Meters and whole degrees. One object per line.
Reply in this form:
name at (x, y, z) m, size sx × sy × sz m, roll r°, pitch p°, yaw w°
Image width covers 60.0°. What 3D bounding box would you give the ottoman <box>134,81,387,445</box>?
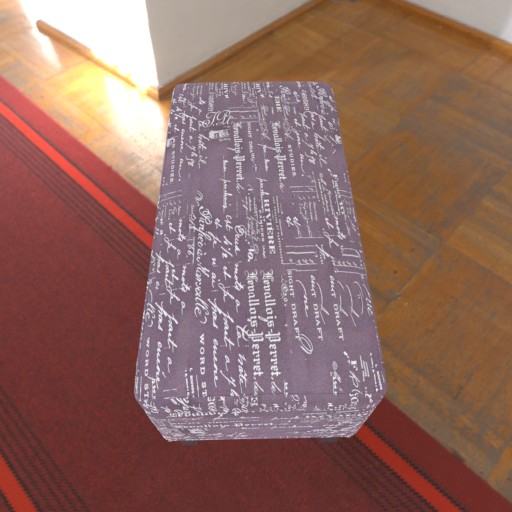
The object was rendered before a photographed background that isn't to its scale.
ottoman at (0.000, 0.000, 1.070) m, size 0.406 × 0.457 × 0.813 m, roll -1°, pitch 56°, yaw -1°
